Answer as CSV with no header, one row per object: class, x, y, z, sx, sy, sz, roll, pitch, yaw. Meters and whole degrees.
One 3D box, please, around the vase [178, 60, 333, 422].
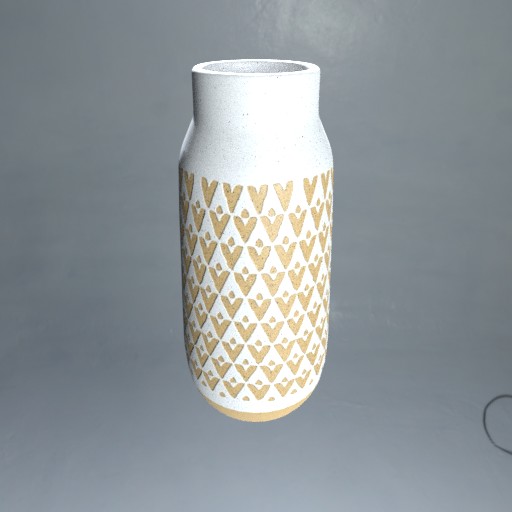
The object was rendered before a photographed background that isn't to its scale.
vase,0.000,0.000,0.387,0.137,0.307,0.137,0,29,0
